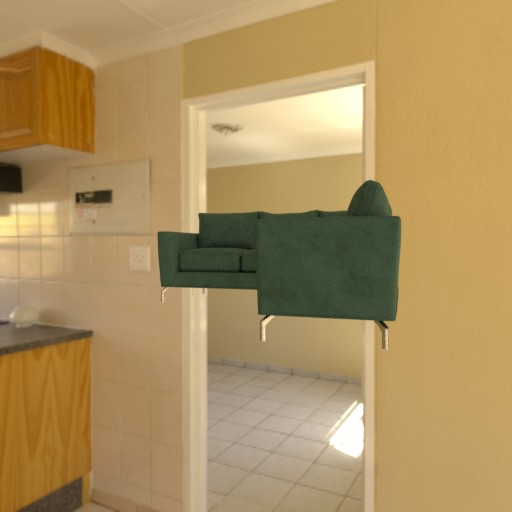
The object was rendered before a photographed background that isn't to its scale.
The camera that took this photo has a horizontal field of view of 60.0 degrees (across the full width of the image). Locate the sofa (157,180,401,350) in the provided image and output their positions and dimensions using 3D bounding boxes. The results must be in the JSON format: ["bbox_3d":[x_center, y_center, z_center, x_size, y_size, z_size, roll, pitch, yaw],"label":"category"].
[{"bbox_3d":[0.000,0.000,3.966,2.468,1.004,2.452,0,1,18],"label":"sofa"}]
